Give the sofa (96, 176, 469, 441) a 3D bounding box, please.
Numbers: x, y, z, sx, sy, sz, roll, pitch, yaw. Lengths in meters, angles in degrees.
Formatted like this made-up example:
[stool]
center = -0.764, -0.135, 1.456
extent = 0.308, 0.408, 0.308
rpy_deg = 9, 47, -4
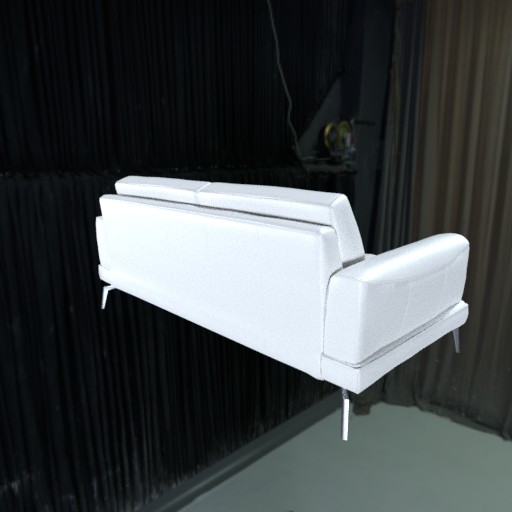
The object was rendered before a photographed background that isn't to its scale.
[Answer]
[sofa]
center = 0.000, 0.000, 2.695
extent = 1.121, 0.930, 2.177
rpy_deg = -13, 19, -43
